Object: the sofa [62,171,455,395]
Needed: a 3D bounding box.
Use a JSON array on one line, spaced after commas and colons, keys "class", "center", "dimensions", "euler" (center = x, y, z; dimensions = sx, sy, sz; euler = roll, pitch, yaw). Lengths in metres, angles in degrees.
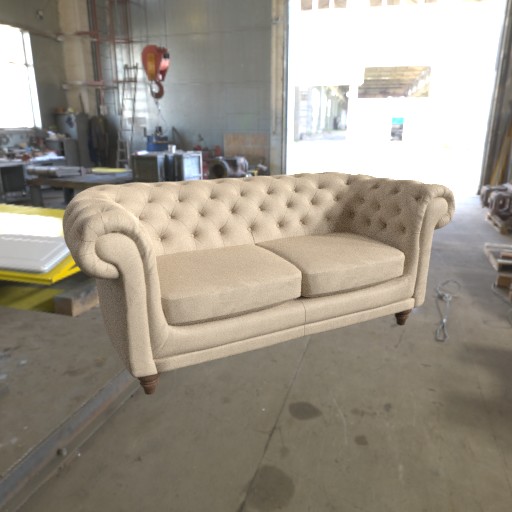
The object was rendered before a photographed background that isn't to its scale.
[{"class": "sofa", "center": [0.000, 0.000, 2.519], "dimensions": [1.988, 0.835, 1.069], "euler": [-9, 19, -26]}]
